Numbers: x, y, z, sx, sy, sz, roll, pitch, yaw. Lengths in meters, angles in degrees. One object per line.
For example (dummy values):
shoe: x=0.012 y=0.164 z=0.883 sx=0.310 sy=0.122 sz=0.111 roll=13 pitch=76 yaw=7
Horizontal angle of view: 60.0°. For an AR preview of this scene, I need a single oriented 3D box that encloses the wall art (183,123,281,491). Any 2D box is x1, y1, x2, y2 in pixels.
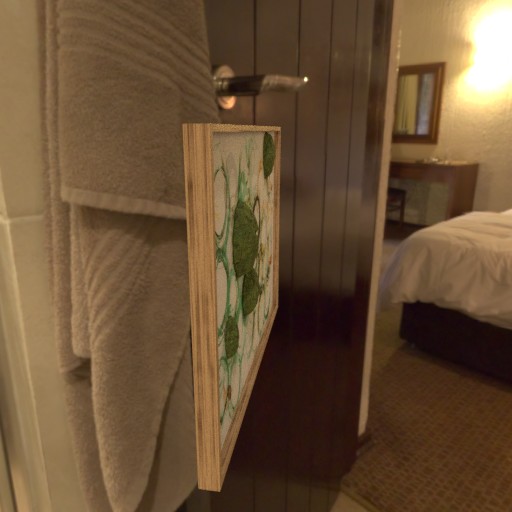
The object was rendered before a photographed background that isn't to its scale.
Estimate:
wall art: x=0.000 y=0.000 z=1.082 sx=0.063 sy=0.609 sz=0.841 roll=3 pitch=16 yaw=9
